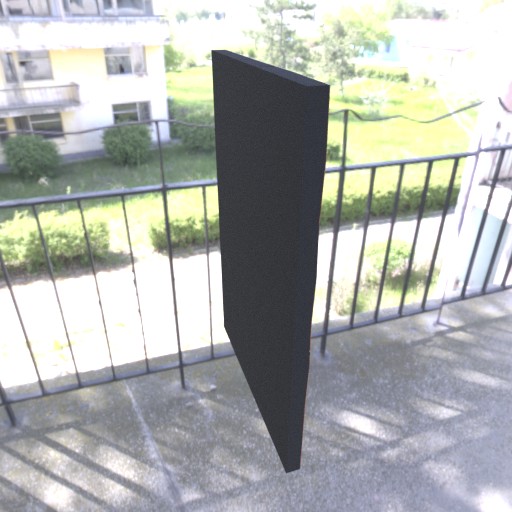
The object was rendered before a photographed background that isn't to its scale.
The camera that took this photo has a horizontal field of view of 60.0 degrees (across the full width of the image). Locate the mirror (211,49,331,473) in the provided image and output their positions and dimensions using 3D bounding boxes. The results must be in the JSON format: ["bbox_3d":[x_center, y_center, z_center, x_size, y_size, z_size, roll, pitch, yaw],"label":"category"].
[{"bbox_3d":[0.000,0.000,1.134,0.044,0.912,0.606,-9,31,-16],"label":"mirror"}]
